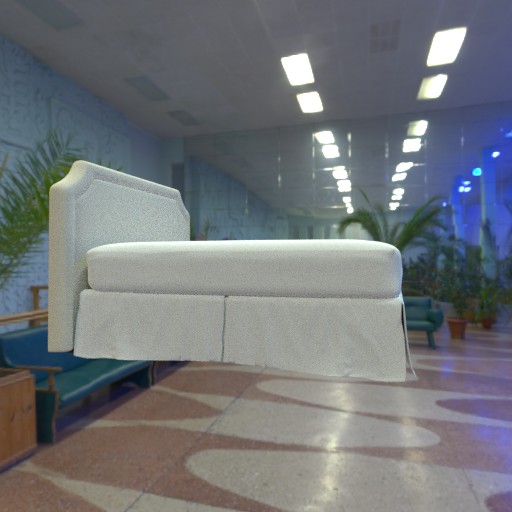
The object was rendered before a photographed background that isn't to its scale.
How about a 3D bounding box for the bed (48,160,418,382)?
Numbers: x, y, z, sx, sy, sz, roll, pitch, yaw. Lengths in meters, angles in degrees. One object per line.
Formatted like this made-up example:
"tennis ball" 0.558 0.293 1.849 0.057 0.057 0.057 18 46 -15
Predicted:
"bed" 0.000 0.000 3.329 2.209 1.296 1.827 0 0 17
